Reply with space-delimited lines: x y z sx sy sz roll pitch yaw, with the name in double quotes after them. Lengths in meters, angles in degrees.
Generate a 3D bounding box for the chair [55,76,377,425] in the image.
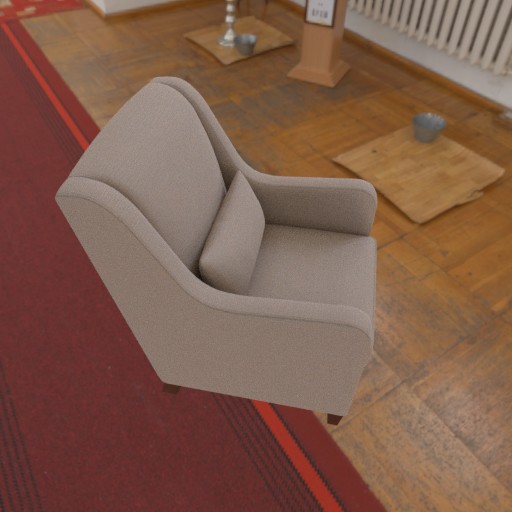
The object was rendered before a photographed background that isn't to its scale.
0.000 0.000 1.614 0.896 1.017 0.715 9 46 8 "chair"
